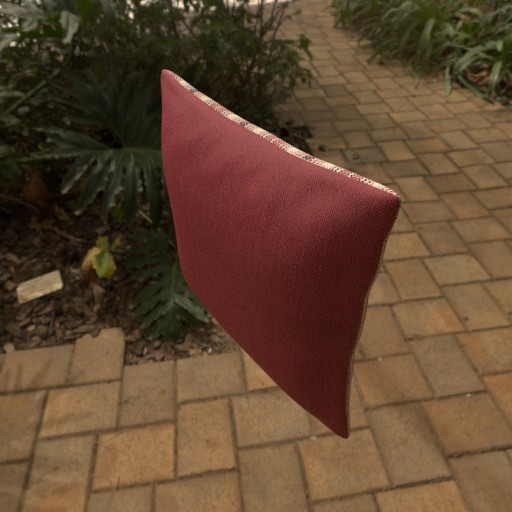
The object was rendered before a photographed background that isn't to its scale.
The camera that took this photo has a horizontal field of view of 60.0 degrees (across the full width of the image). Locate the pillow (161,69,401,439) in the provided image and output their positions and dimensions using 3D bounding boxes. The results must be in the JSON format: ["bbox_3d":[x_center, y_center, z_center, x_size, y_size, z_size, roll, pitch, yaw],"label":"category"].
[{"bbox_3d":[0.000,0.000,0.763,0.166,0.497,0.513,-26,47,-27],"label":"pillow"}]
